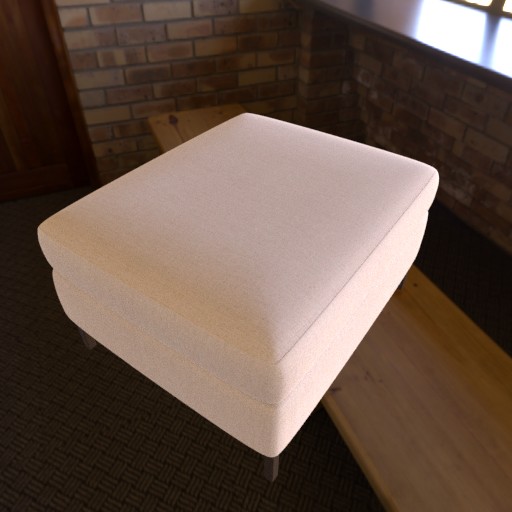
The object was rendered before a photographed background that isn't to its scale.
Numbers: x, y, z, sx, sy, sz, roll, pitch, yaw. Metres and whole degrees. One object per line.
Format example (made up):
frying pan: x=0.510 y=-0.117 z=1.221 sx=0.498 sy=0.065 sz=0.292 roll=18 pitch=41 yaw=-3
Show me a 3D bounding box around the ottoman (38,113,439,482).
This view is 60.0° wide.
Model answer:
ottoman: x=0.000 y=0.000 z=1.161 sx=0.657 sy=0.453 sz=0.794 roll=25 pitch=46 yaw=27
